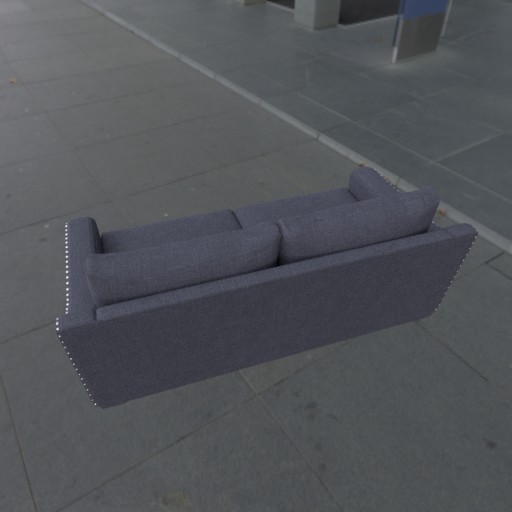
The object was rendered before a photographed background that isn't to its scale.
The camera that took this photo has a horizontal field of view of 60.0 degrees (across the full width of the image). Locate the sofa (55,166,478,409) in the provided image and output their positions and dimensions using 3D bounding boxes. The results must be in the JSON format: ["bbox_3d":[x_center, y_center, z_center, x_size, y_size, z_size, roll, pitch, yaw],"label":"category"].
[{"bbox_3d":[0.000,0.000,3.236,2.550,1.196,1.336,-12,42,-14],"label":"sofa"}]
